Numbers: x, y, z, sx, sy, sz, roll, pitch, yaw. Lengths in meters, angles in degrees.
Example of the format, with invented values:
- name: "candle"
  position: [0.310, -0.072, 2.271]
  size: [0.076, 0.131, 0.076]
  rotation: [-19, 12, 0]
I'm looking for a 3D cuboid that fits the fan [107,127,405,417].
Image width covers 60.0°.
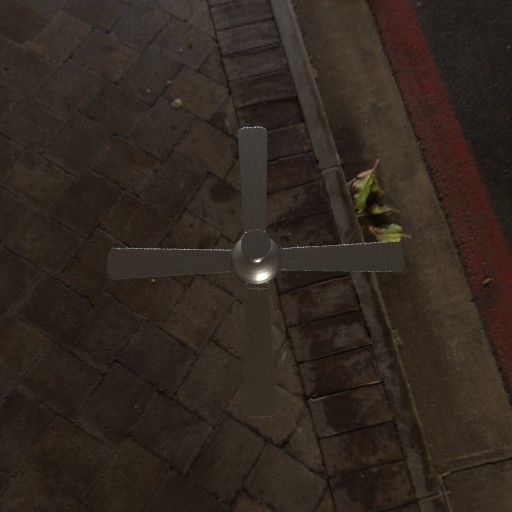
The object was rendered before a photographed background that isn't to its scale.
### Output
- name: "fan"
  position: [0.000, 0.000, 1.991]
  size: [1.321, 0.381, 1.321]
  rotation: [19, 76, 5]
